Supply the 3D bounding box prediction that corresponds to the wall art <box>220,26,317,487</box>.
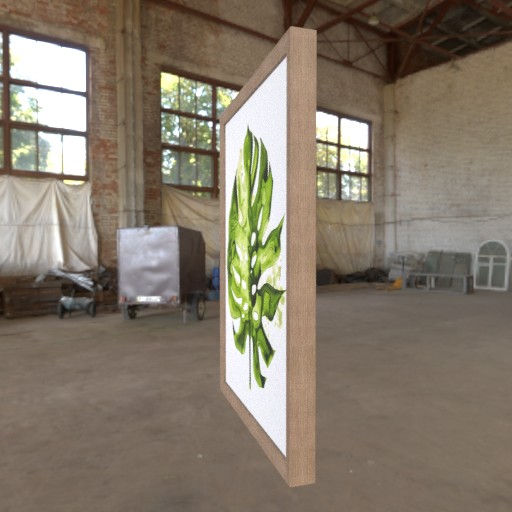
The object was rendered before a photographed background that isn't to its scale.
[{"bbox_3d":[0.000,0.000,0.662,0.031,0.509,0.356,0,1,-17],"label":"wall art"}]
